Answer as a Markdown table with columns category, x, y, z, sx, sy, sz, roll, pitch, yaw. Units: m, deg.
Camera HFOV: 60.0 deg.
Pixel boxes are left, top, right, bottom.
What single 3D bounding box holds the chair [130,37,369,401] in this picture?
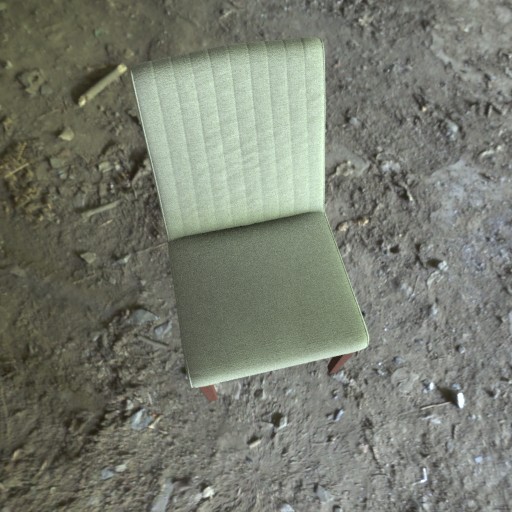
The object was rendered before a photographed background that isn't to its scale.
| category | x | y | z | sx | sy | sz | roll | pitch | yaw |
| --- | --- | --- | --- | --- | --- | --- | --- | --- | --- |
| chair | 0.000 | 0.000 | 1.216 | 0.480 | 0.900 | 0.594 | -11 | 64 | -6 |
